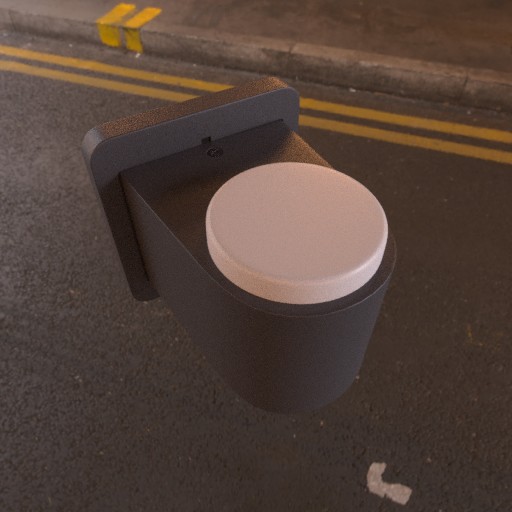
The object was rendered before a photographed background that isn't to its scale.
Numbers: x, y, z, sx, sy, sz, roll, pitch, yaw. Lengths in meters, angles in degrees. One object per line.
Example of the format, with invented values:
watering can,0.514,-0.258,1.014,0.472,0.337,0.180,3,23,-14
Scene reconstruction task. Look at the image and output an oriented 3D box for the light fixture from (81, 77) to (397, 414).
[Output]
light fixture,0.000,0.000,0.212,0.109,0.109,0.132,-24,51,-21
